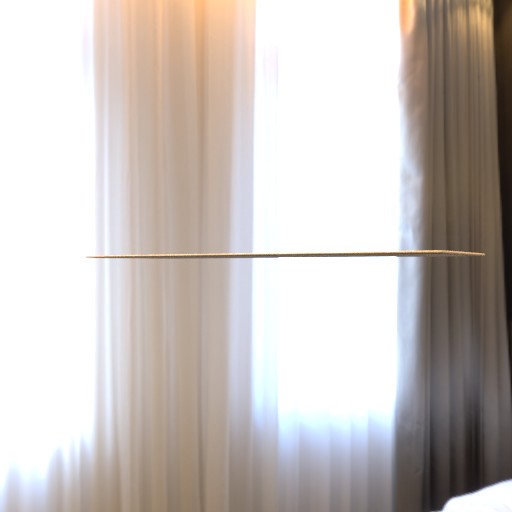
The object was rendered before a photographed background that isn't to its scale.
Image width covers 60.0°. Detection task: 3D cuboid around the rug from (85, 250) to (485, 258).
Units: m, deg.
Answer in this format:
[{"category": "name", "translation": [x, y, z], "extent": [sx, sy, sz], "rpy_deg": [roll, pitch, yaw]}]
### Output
[{"category": "rug", "translation": [0.000, 0.000, 2.781], "extent": [2.452, 0.017, 0.855], "rpy_deg": [-1, -1, 37]}]
